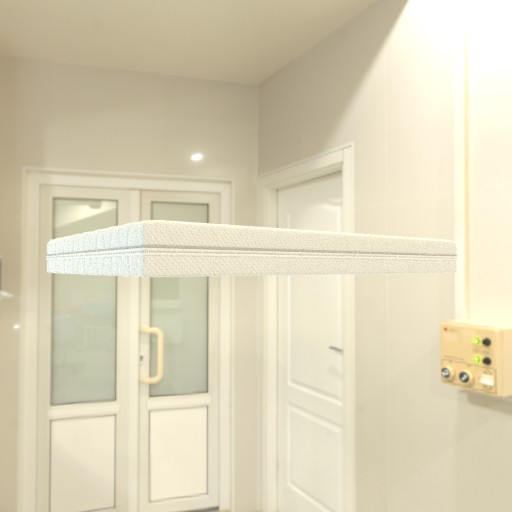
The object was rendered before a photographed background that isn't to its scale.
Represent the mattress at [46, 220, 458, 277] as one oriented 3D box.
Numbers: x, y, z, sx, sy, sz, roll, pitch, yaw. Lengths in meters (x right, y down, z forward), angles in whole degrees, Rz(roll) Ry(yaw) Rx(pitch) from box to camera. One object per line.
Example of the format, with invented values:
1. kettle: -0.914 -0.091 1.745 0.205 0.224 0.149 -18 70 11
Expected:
1. mattress: 0.000 0.000 2.617 2.000 0.200 1.400 1 -2 -37
